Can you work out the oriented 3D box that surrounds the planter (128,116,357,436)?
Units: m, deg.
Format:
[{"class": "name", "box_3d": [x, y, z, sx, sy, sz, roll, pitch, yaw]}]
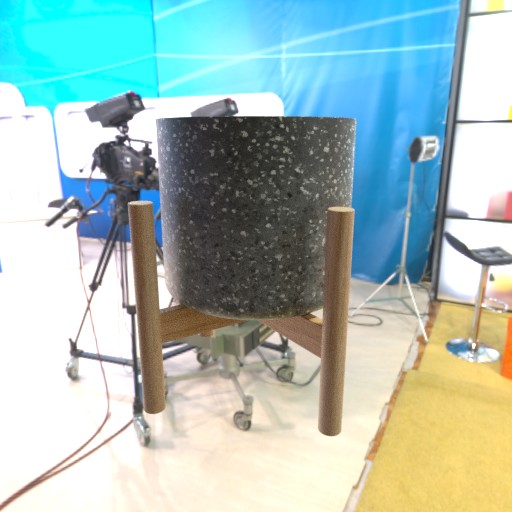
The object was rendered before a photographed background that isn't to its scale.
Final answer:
[{"class": "planter", "box_3d": [0.000, 0.000, 0.544, 0.284, 0.320, 0.284, -3, 16, -11]}]
